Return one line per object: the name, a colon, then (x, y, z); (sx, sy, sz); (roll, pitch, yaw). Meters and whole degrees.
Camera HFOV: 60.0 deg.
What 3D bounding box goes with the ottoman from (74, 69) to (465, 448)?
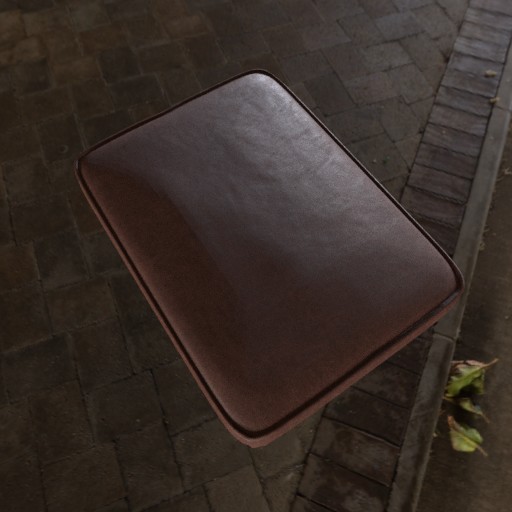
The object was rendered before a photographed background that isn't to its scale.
ottoman: (0.000, 0.000, 1.090); (0.548, 0.449, 0.749); (-31, 68, -14)
